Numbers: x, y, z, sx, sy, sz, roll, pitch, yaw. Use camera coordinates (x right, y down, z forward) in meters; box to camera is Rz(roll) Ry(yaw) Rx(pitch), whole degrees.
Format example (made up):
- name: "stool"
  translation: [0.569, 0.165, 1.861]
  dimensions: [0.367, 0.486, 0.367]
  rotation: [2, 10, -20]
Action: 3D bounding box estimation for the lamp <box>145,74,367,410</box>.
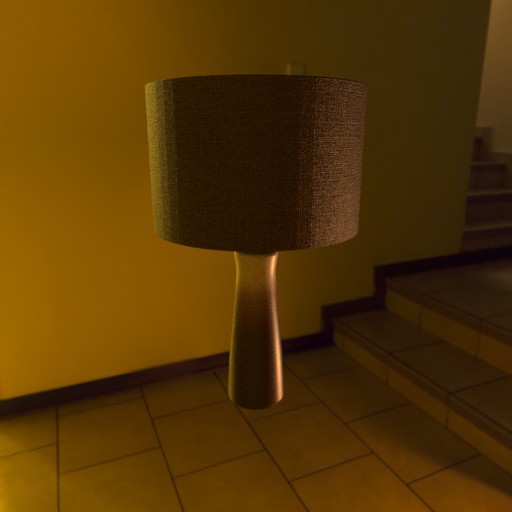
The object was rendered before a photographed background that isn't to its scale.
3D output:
- name: "lamp"
  translation: [0.000, 0.000, 0.686]
  dimensions: [0.303, 0.488, 0.303]
  rotation: [0, 15, 0]
